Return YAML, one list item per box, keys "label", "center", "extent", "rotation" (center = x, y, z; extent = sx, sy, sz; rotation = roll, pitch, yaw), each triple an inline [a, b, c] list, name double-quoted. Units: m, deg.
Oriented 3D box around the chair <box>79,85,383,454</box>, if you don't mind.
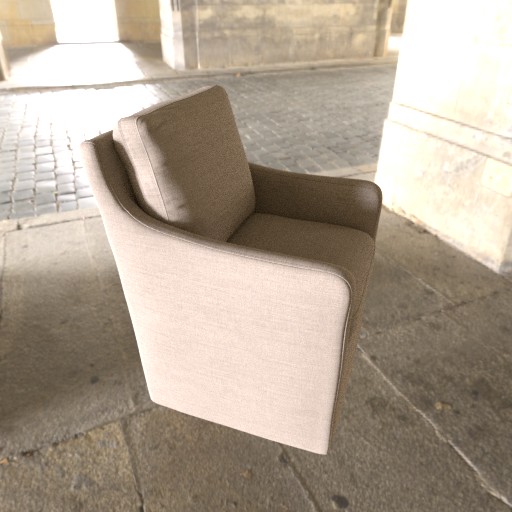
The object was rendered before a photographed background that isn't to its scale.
- label: "chair"
  center: [0.000, 0.000, 1.376]
  extent: [0.694, 0.914, 0.626]
  rotation: [11, 32, 17]
